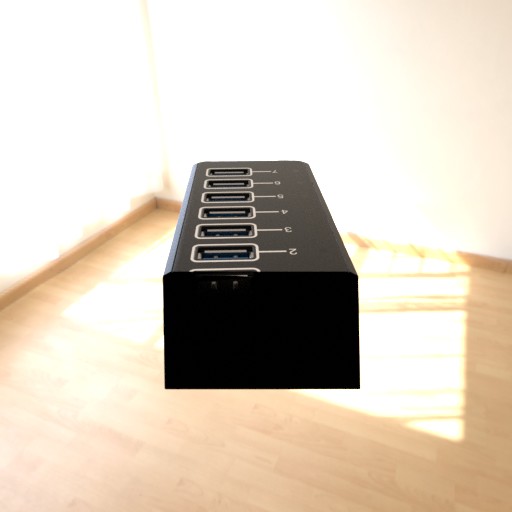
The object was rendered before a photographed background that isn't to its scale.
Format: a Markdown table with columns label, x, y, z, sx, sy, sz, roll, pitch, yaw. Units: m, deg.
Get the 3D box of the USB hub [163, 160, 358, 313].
| label | x | y | z | sx | sy | sz | roll | pitch | yaw |
| --- | --- | --- | --- | --- | --- | --- | --- | --- | --- |
| USB hub | 0.000 | 0.000 | 0.129 | 0.044 | 0.023 | 0.110 | -1 | 30 | -2 |
